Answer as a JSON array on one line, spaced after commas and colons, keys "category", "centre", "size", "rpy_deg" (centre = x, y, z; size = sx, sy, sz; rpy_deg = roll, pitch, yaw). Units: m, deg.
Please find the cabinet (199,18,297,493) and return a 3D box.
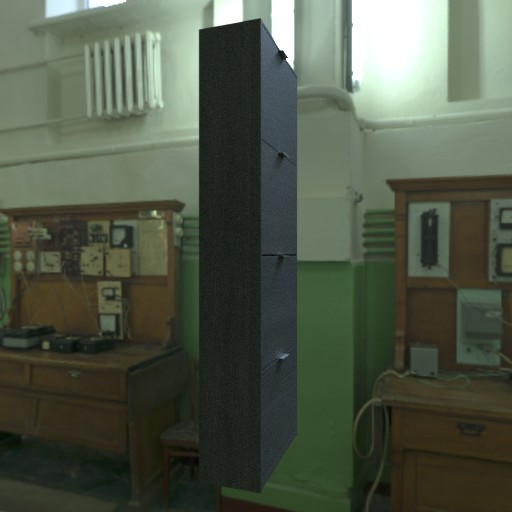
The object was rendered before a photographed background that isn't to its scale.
[{"category": "cabinet", "centre": [0.000, 0.000, 1.799], "size": [0.255, 1.630, 0.520], "rpy_deg": [0, 0, 19]}]
